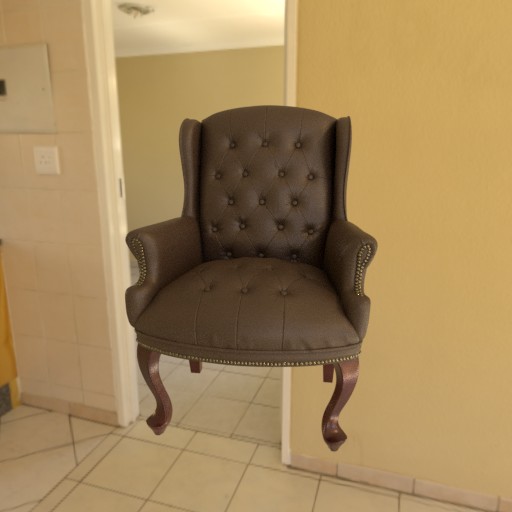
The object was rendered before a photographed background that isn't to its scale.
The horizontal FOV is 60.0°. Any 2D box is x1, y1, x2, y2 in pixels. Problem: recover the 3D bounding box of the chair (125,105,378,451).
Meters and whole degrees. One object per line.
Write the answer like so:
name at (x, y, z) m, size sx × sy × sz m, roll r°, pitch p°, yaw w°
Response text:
chair at (0.000, 0.000, 1.662) m, size 0.829 × 1.132 × 0.819 m, roll 2°, pitch 14°, yaw 8°
